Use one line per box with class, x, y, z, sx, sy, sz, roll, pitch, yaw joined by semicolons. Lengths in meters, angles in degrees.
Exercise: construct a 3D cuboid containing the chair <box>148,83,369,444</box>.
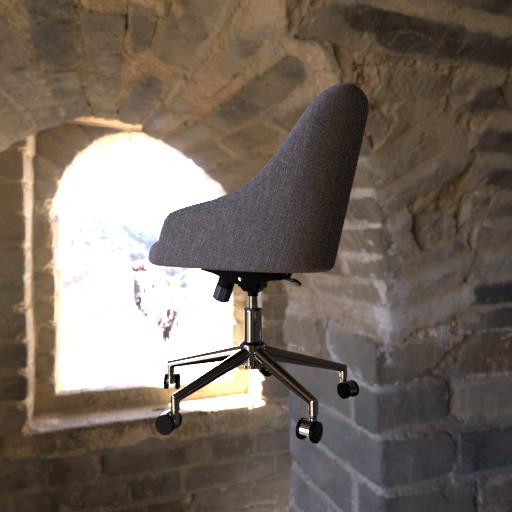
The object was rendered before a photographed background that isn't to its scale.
chair;0.000;0.000;1.446;0.712;0.950;0.671;0;1;19
